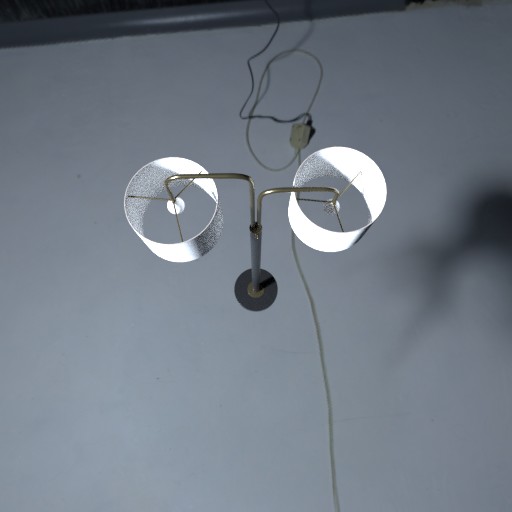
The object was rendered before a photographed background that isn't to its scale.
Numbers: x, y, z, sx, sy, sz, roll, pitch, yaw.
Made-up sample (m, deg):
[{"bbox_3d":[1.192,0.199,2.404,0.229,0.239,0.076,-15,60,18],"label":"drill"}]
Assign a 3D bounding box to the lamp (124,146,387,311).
[{"bbox_3d":[0.000,0.000,1.837,0.711,1.587,0.254,-4,75,-1],"label":"lamp"}]
